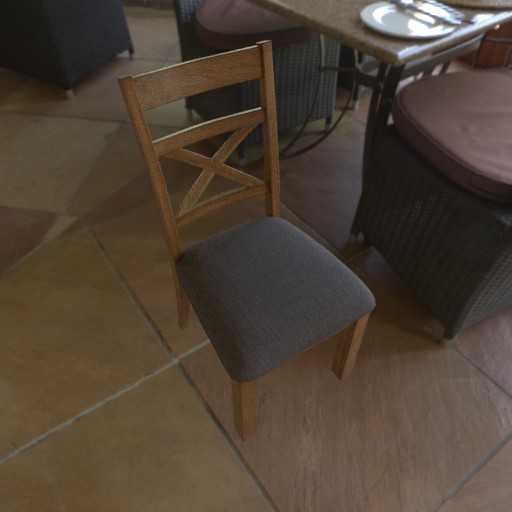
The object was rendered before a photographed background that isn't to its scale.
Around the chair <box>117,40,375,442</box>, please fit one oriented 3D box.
[{"bbox_3d":[0.000,0.000,1.272,0.470,0.949,0.581,-25,51,-22],"label":"chair"}]
